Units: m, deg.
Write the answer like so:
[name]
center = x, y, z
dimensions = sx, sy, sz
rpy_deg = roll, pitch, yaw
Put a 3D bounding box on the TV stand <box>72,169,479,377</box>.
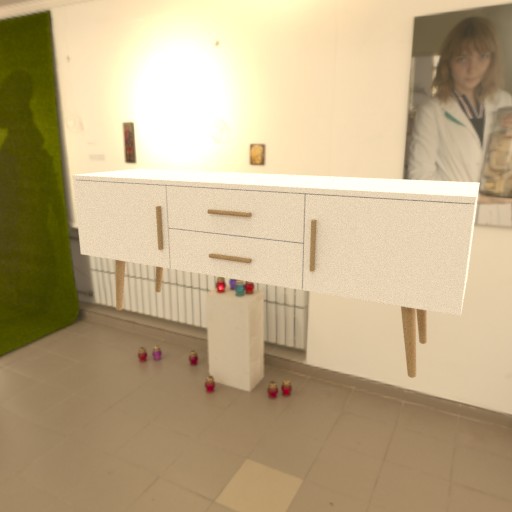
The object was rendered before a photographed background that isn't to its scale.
[TV stand]
center = 0.000, 0.000, 1.623
dimensions = 1.398, 0.560, 0.401
rpy_deg = 8, 17, 26
